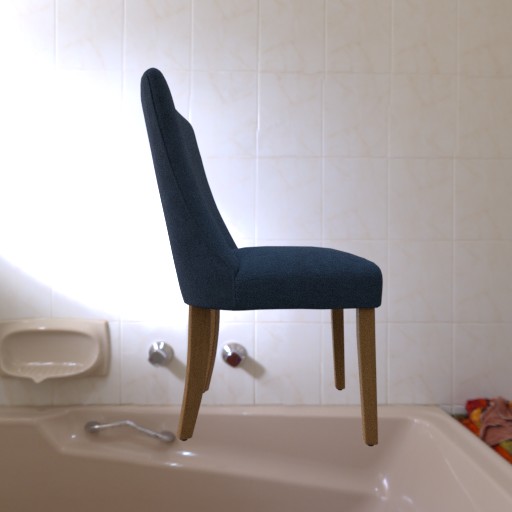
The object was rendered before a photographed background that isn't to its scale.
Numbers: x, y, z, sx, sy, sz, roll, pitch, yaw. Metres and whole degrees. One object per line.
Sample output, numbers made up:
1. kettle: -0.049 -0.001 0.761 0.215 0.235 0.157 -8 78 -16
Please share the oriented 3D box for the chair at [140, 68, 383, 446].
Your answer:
1. chair: 0.000 0.000 1.270 0.609 0.902 0.495 0 1 1
